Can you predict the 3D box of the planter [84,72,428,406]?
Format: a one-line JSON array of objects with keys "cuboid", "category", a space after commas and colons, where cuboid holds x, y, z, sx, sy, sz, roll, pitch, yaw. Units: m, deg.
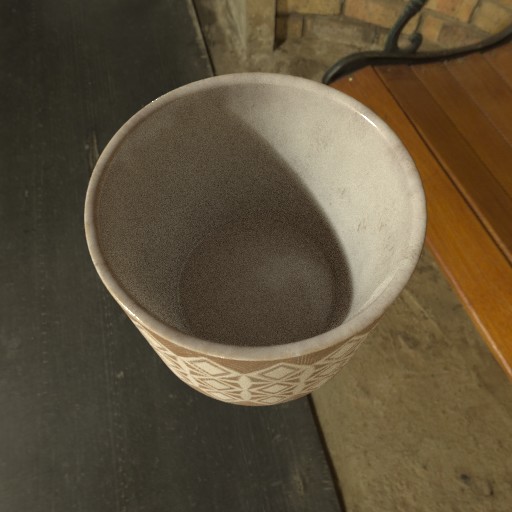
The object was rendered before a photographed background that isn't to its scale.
[{"cuboid": [0.000, 0.000, 0.326, 0.193, 0.165, 0.193, 0, 63, 0], "category": "planter"}]
